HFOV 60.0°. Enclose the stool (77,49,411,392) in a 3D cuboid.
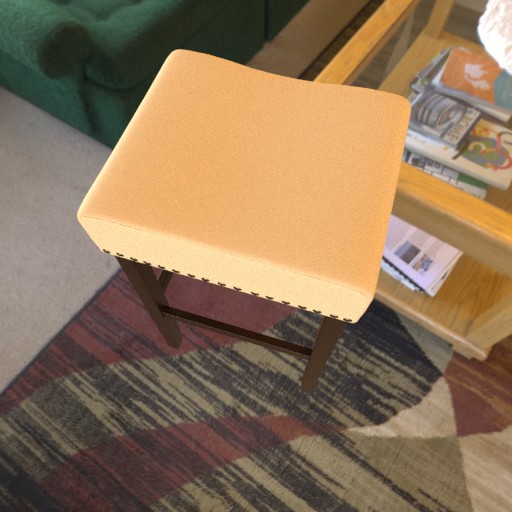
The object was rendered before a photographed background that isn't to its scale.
[{"bbox_3d":[0.000,0.000,1.057,0.471,0.762,0.401,15,64,8],"label":"stool"}]
